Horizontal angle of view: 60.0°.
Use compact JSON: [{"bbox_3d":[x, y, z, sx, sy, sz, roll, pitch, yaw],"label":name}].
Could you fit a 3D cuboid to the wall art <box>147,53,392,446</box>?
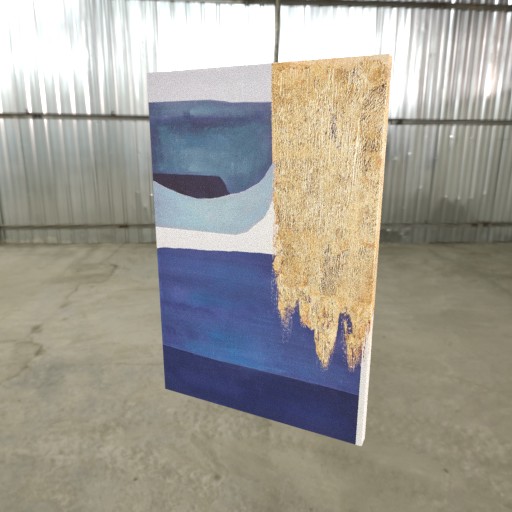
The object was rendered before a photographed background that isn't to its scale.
[{"bbox_3d":[0.000,0.000,1.142,0.607,0.911,0.039,7,16,25],"label":"wall art"}]
